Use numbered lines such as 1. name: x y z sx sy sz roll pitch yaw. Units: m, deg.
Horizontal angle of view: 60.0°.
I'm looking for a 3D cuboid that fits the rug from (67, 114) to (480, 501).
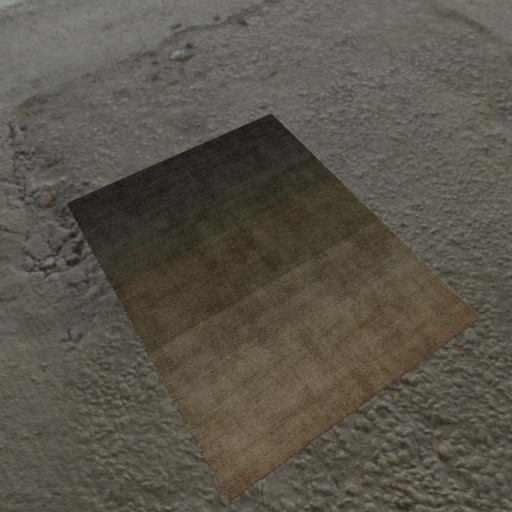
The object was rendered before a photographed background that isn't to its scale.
1. rug: 0.000 0.000 3.776 2.306 0.017 2.902 -29 61 -18
